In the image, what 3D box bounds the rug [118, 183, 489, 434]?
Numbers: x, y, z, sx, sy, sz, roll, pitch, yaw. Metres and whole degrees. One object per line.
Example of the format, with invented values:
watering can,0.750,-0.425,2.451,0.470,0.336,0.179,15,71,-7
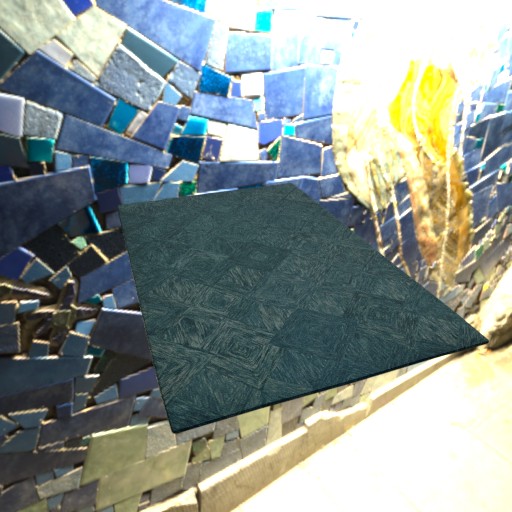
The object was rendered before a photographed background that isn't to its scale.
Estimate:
rug,0.000,0.000,2.098,1.136,0.017,1.728,-10,31,-17
